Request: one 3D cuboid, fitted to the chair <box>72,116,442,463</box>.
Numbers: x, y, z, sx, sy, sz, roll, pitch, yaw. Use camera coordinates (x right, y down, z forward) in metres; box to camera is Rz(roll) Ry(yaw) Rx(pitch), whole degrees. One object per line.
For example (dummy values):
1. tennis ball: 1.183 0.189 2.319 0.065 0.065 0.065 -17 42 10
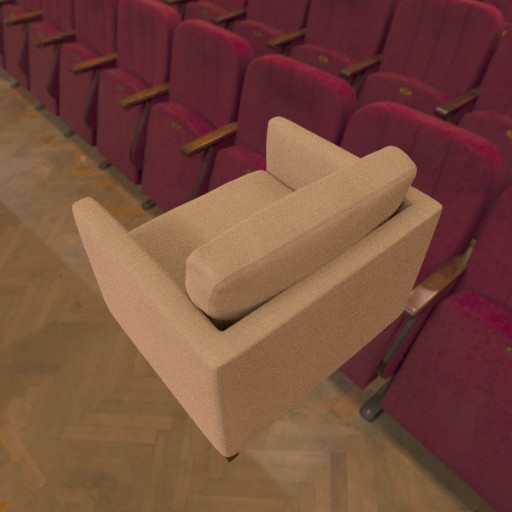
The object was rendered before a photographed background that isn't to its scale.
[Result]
1. chair: 0.000 0.000 1.854 1.107 0.961 0.959 -31 53 -27
